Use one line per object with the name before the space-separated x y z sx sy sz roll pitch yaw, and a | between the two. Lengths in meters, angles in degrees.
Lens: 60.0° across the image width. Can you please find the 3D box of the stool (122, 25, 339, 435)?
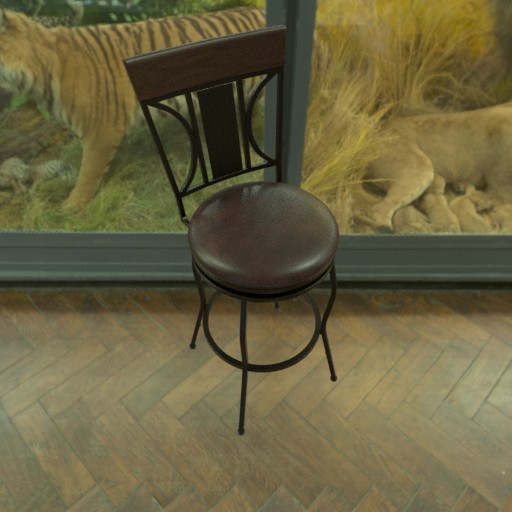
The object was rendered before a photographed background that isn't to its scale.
stool | 0.000 0.000 1.370 0.448 1.130 0.513 -23 50 -21
